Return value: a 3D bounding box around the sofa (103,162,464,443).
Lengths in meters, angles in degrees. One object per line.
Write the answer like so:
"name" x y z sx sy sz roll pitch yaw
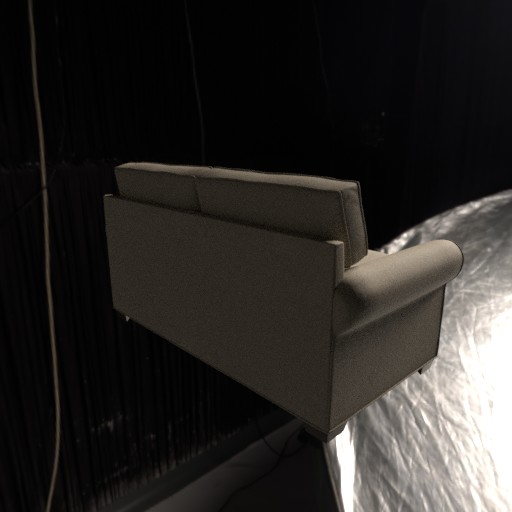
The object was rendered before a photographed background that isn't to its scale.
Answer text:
"sofa" 0.000 0.000 2.292 0.861 0.933 1.774 -14 20 -41
